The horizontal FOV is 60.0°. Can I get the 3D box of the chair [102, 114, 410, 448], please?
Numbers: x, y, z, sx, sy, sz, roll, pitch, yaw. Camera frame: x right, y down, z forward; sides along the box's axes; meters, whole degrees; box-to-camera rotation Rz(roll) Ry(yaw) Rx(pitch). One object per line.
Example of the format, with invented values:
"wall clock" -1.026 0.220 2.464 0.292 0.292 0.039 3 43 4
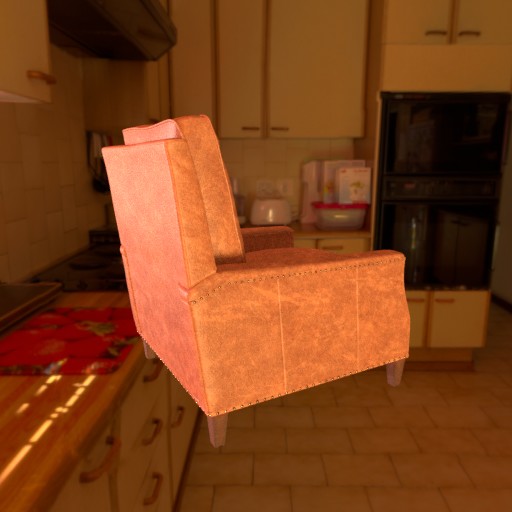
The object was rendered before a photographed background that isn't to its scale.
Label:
"chair" 0.000 0.000 1.862 1.035 1.054 0.854 -7 14 -29
